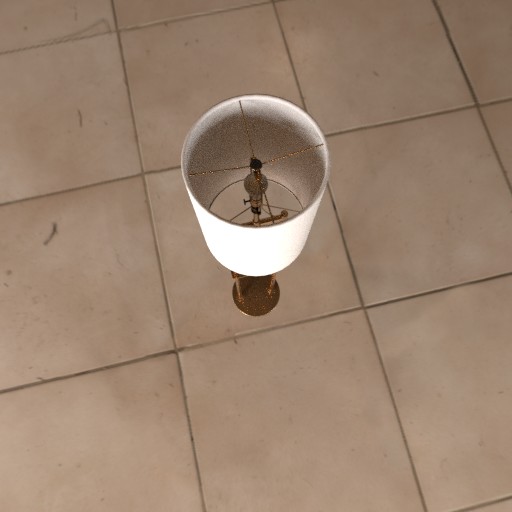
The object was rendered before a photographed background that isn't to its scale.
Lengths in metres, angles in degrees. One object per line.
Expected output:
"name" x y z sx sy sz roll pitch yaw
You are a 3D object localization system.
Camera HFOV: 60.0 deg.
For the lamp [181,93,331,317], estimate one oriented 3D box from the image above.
"lamp" 0.000 0.000 1.626 0.306 1.500 0.305 -14 75 -4
